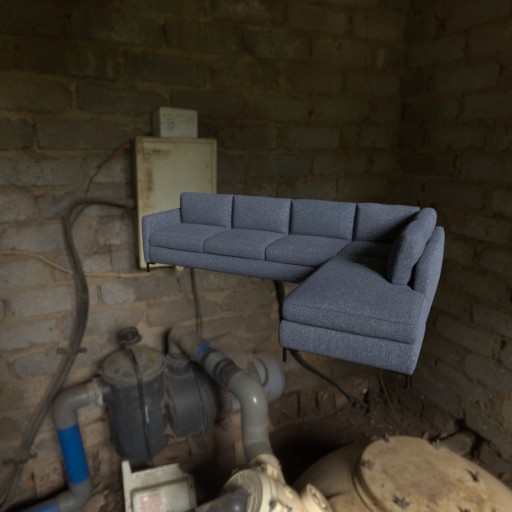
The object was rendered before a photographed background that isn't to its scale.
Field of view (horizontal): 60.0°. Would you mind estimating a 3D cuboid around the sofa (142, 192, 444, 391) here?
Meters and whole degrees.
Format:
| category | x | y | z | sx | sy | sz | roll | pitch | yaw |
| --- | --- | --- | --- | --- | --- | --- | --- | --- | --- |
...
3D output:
| category | x | y | z | sx | sy | sz | roll | pitch | yaw |
| --- | --- | --- | --- | --- | --- | --- | --- | --- | --- |
| sofa | 0.000 | 0.000 | 3.884 | 2.949 | 0.815 | 2.007 | 7 | 17 | 25 |
